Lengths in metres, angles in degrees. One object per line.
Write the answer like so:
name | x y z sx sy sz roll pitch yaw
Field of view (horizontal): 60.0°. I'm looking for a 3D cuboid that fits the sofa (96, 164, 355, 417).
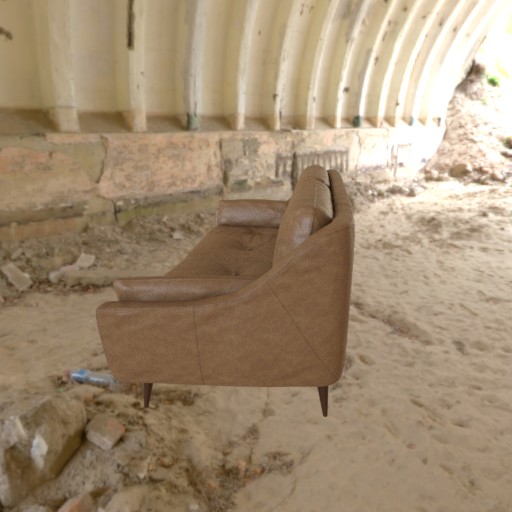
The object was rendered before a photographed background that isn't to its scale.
sofa | 0.000 0.000 2.376 0.904 0.839 1.902 2 17 8
